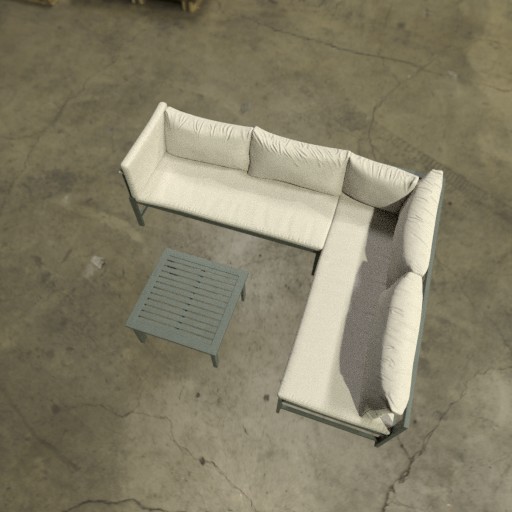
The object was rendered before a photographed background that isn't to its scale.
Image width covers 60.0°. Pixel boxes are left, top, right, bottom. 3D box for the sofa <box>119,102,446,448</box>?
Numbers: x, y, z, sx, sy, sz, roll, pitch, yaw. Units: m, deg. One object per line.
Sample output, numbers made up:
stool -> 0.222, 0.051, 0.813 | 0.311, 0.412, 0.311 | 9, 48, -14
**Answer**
sofa -> 0.000, 0.000, 2.915 | 2.096, 0.758, 1.658 | 16, 60, 10
